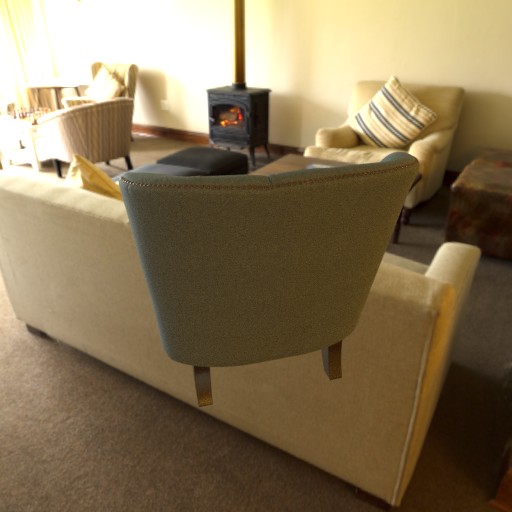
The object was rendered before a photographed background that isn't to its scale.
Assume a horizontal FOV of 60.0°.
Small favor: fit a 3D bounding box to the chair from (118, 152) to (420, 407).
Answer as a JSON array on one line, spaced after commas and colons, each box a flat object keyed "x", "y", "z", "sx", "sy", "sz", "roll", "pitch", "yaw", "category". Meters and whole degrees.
[{"x": 0.000, "y": 0.000, "z": 1.587, "sx": 0.848, "sy": 0.868, "sz": 0.906, "roll": -7, "pitch": 28, "yaw": -14, "category": "chair"}]
